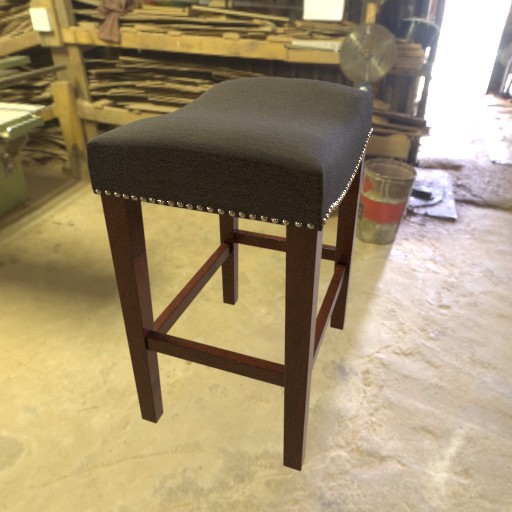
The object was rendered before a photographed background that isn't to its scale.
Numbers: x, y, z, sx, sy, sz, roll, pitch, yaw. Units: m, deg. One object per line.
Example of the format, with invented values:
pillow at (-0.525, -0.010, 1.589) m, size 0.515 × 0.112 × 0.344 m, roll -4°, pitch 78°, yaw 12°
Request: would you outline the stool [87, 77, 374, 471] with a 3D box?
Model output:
stool at (0.000, 0.000, 0.952) m, size 0.372 × 0.654 × 0.504 m, roll 11°, pitch 33°, yaw 17°
